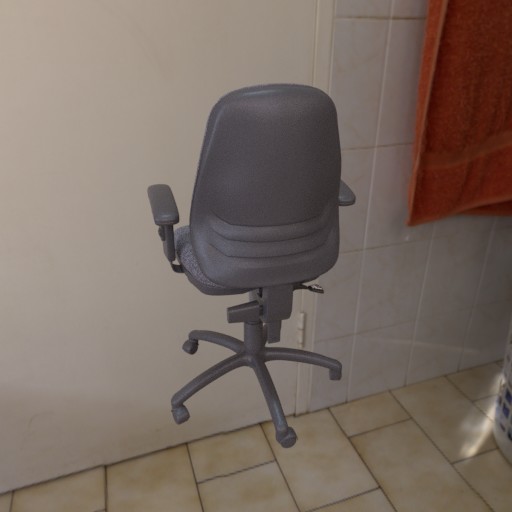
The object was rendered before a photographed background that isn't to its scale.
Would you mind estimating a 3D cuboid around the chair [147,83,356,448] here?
[{"bbox_3d":[0.000,0.000,1.213,0.550,0.910,0.530,-8,27,-15],"label":"chair"}]
